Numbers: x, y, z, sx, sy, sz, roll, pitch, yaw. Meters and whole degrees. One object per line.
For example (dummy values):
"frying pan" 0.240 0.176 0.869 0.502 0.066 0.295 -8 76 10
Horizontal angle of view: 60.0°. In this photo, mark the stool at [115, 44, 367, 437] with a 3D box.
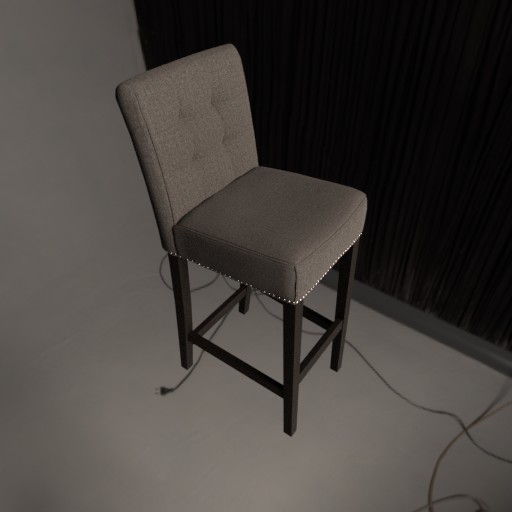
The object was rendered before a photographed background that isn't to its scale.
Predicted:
"stool" 0.000 0.000 1.340 0.548 1.047 0.411 26 47 27
